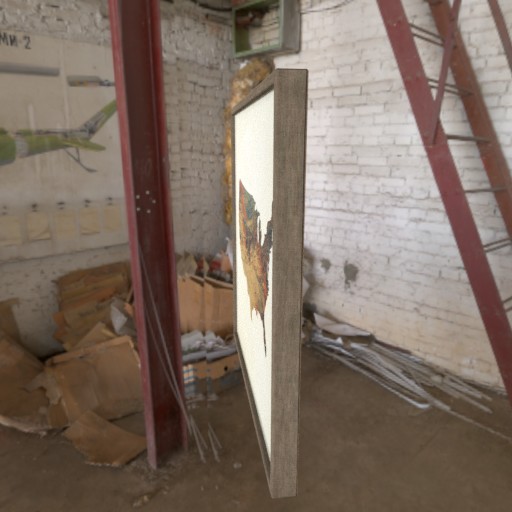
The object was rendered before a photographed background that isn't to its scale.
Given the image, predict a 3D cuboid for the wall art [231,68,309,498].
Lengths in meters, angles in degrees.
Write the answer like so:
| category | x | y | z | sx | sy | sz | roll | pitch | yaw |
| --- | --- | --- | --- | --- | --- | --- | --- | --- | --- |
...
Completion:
| category | x | y | z | sx | sy | sz | roll | pitch | yaw |
| --- | --- | --- | --- | --- | --- | --- | --- | --- | --- |
| wall art | 0.000 | 0.000 | 1.101 | 0.050 | 0.751 | 0.749 | -2 | 14 | -8 |
